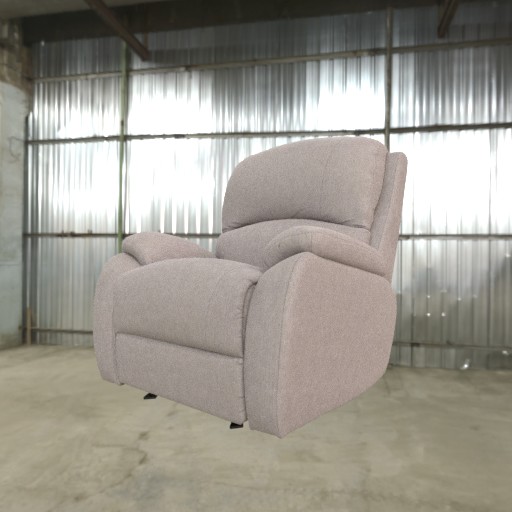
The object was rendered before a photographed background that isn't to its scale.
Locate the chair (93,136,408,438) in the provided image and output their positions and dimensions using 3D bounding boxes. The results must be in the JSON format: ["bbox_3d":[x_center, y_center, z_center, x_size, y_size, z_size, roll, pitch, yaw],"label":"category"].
[{"bbox_3d":[0.000,0.000,1.713,0.930,1.011,0.899,0,0,40],"label":"chair"}]
